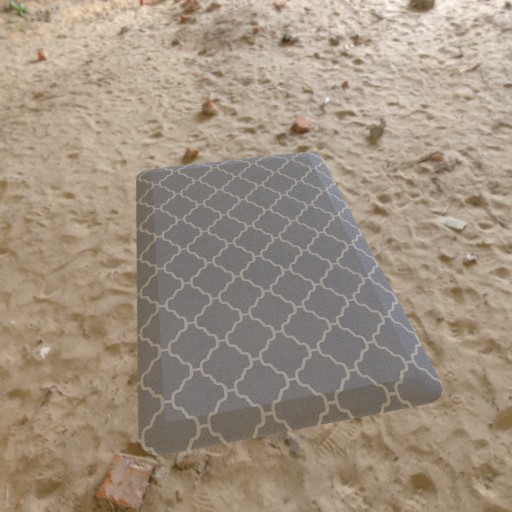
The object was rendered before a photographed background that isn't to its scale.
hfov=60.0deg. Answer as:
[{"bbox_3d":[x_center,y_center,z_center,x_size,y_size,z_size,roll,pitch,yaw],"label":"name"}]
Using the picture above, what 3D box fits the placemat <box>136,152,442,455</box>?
[{"bbox_3d":[0.000,0.000,0.956,0.508,0.021,0.762,-8,46,-8],"label":"placemat"}]
